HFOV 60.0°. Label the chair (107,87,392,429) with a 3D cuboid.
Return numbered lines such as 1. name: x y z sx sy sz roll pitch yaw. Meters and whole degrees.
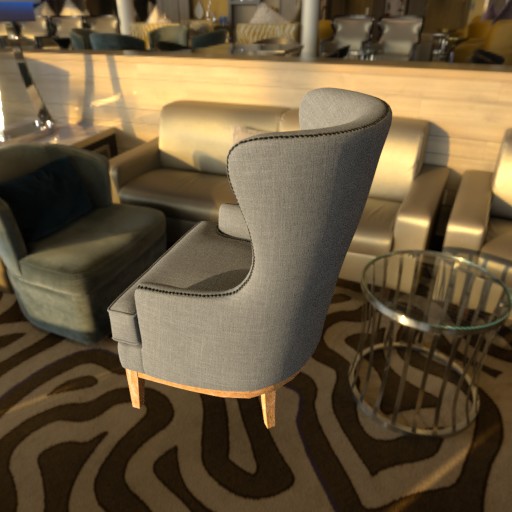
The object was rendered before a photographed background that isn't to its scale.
1. chair: 0.000 0.000 1.763 0.883 1.176 0.864 10 31 16
